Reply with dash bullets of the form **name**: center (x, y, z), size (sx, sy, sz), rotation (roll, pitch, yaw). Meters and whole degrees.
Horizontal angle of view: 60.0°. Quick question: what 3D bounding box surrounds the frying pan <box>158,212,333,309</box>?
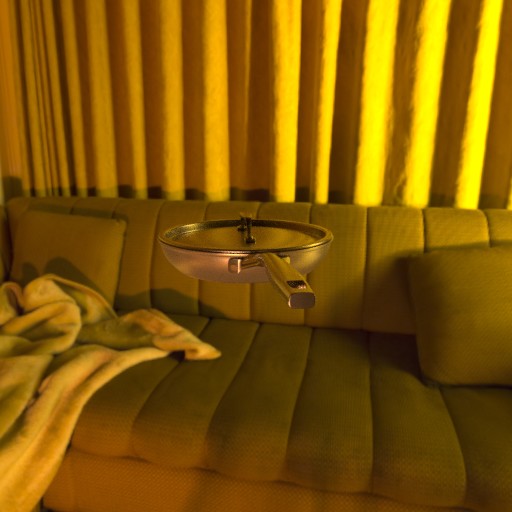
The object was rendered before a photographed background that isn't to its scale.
- **frying pan**: center (0.000, 0.000, 0.596), size (0.272, 0.086, 0.490), rotation (-2, 13, -8)
